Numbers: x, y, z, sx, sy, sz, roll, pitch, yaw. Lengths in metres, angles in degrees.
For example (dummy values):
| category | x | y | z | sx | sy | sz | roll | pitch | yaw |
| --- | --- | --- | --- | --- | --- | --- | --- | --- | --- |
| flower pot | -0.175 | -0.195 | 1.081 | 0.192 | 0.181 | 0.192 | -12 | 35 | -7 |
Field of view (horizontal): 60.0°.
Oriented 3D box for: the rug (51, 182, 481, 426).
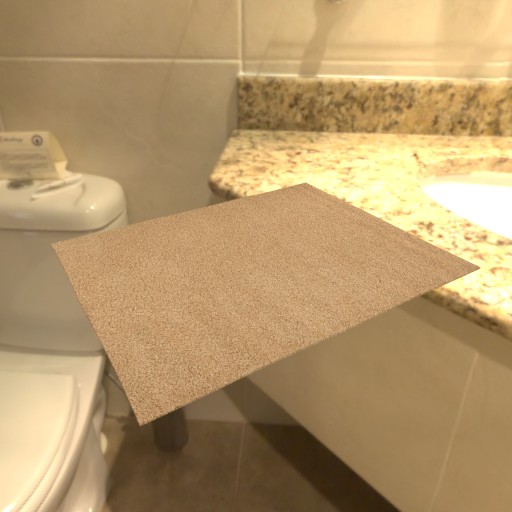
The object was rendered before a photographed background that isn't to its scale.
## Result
| category | x | y | z | sx | sy | sz | roll | pitch | yaw |
| --- | --- | --- | --- | --- | --- | --- | --- | --- | --- |
| rug | 0.000 | 0.000 | 3.948 | 3.000 | 0.026 | 2.400 | -18 | 34 | -28 |
